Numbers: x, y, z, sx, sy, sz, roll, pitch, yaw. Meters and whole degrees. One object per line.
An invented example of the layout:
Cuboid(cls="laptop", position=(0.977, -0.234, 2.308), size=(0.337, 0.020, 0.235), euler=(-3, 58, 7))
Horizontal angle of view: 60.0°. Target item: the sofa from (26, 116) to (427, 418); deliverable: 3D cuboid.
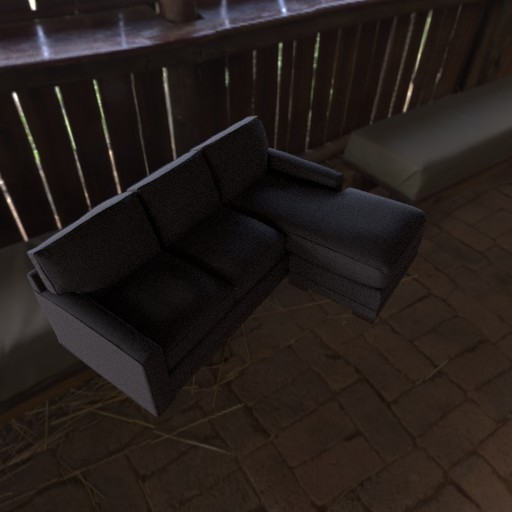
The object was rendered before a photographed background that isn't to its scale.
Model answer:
Cuboid(cls="sofa", position=(0.000, 0.000, 3.201), size=(1.790, 0.973, 2.370), euler=(26, 48, 25))
